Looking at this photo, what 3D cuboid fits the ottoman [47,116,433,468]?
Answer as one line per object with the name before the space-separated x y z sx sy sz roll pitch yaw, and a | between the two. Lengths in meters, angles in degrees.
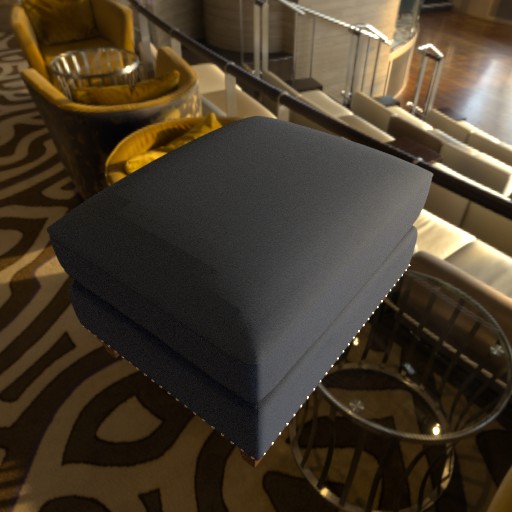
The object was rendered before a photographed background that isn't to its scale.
ottoman | 0.000 0.000 1.132 0.584 0.513 0.741 27 48 28
